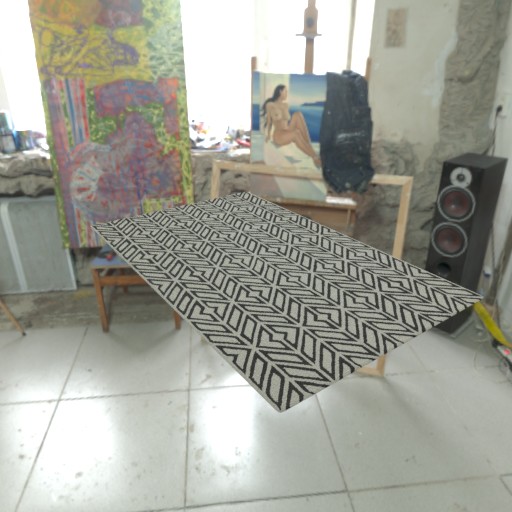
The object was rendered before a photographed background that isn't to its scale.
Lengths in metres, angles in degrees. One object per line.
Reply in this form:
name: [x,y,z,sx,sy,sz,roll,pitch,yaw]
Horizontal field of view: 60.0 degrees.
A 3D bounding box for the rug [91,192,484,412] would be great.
rug: [0.000,0.000,3.062,1.523,0.008,2.438,-18,31,-32]
